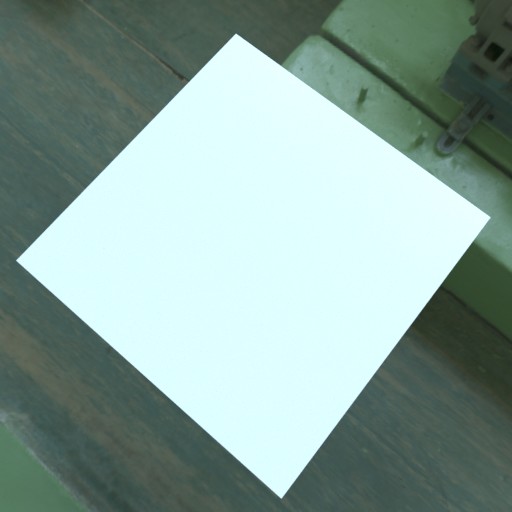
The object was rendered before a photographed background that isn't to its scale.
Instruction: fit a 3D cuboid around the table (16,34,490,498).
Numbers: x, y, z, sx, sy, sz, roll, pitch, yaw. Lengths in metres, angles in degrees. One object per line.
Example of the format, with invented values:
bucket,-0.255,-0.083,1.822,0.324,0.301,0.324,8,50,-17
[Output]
table,0.000,0.000,1.032,0.670,0.305,0.670,39,80,8
